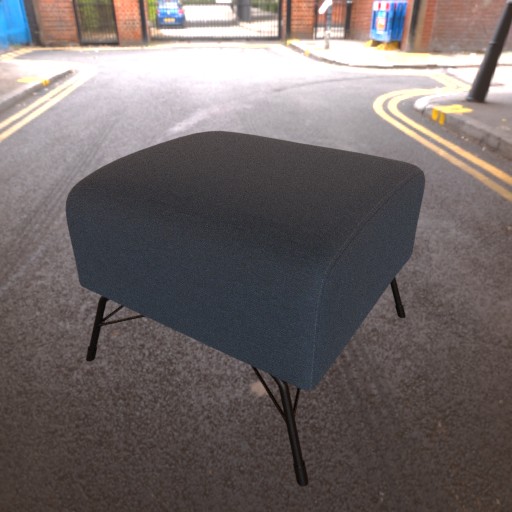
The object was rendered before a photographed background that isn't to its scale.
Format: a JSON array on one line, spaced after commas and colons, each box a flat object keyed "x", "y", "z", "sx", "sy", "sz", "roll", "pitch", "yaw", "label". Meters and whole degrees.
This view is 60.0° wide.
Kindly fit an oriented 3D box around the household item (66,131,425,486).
[{"x": 0.000, "y": 0.000, "z": 0.907, "sx": 0.530, "sy": 0.420, "sz": 0.530, "roll": 18, "pitch": 34, "yaw": 28, "label": "household item"}]
